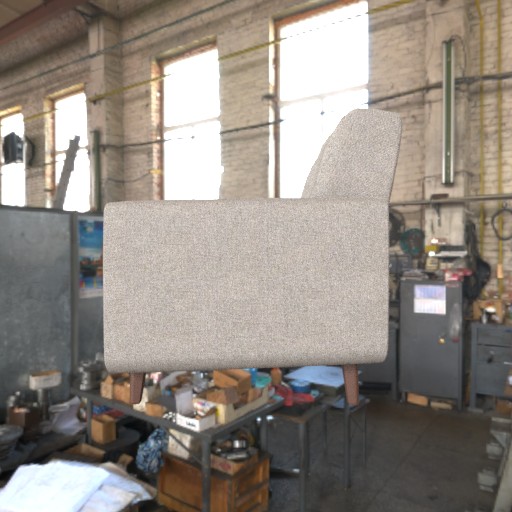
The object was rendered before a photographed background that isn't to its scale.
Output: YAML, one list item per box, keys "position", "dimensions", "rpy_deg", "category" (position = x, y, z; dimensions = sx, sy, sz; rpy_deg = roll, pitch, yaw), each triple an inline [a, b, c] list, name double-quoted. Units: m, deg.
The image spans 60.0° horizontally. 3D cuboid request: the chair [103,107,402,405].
- position: [0.000, 0.000, 1.705]
  dimensions: [0.942, 0.968, 0.845]
  rpy_deg: [0, 1, 0]
  category: "chair"
